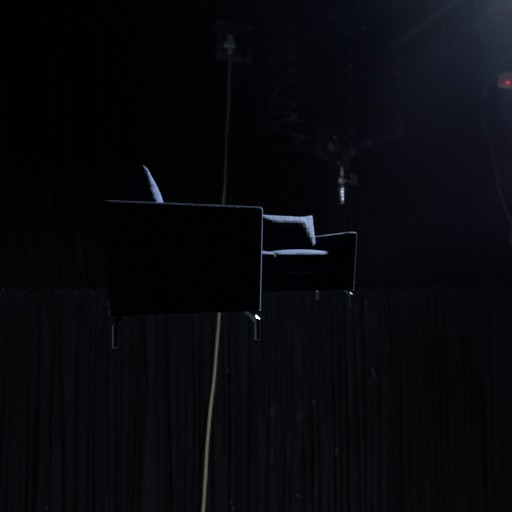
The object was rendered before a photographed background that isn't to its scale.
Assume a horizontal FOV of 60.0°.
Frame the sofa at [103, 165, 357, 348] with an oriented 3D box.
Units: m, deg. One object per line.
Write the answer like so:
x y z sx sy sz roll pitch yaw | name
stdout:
0.000 0.000 3.779 2.463 0.988 2.472 0 -1 -19 | sofa
